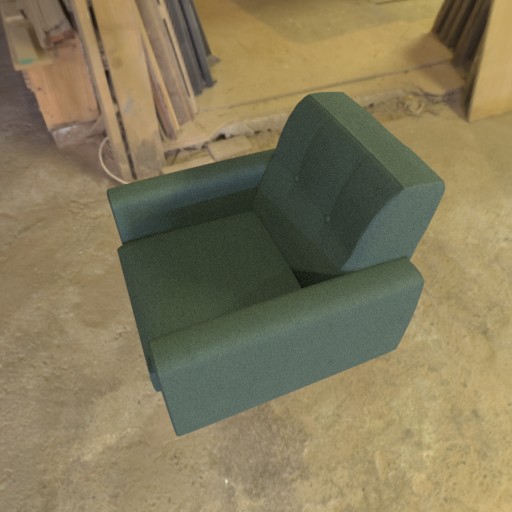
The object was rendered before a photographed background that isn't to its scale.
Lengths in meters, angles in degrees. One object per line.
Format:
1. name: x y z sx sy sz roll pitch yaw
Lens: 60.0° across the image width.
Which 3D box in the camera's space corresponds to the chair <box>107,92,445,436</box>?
1. chair: 0.000 0.000 1.567 0.909 0.841 0.831 -16 49 -15
